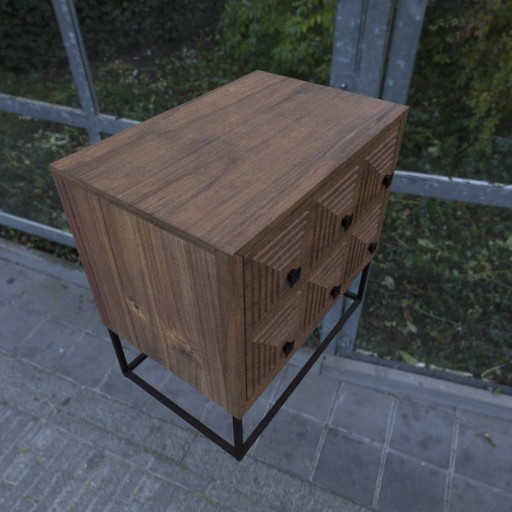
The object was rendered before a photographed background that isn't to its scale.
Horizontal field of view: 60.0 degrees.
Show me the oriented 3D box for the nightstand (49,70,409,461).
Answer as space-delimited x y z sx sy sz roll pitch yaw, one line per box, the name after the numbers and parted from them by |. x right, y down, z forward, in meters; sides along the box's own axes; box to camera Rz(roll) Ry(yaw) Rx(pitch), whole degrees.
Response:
0.000 0.000 1.043 0.437 0.610 0.610 25 47 27 | nightstand
